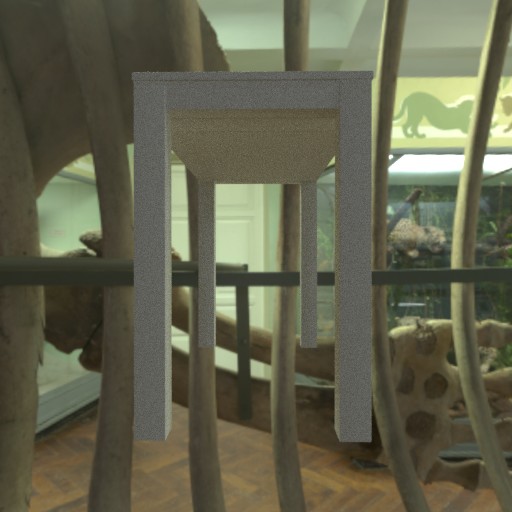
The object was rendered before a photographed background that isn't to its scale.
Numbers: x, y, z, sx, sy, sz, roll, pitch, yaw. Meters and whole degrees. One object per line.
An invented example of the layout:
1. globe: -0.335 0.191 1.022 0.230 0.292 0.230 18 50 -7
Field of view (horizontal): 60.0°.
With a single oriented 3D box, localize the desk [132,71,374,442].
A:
1. desk: 0.000 0.000 1.407 0.497 0.762 0.990 0 0 1
